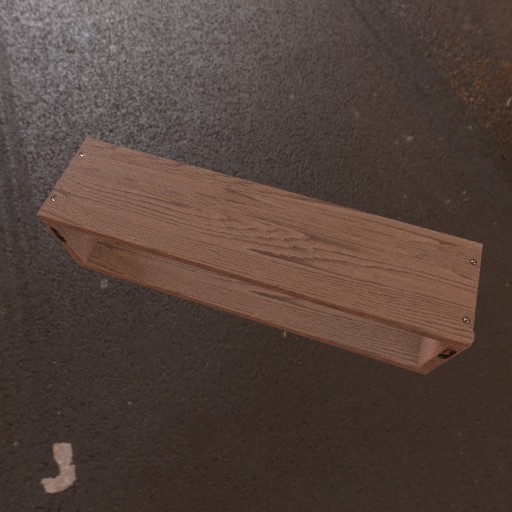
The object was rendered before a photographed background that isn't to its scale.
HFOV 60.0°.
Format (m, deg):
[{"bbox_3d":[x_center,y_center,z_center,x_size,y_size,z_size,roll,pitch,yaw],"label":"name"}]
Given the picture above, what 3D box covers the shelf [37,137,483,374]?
[{"bbox_3d":[0.000,0.000,0.698,0.610,0.170,0.150,16,64,8],"label":"shelf"}]
